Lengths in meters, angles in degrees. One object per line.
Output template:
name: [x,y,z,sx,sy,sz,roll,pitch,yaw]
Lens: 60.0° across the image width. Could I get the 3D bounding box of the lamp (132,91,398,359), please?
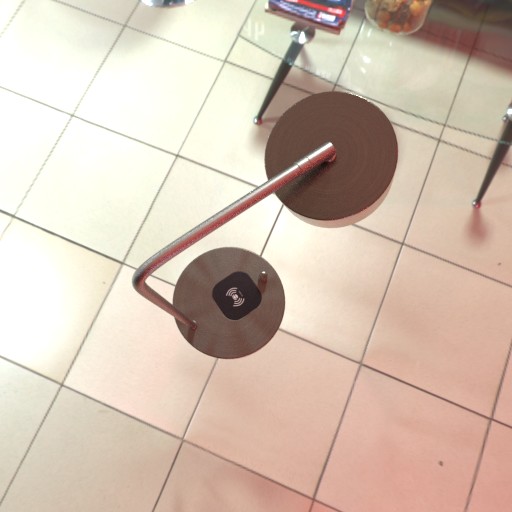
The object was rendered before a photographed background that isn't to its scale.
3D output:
lamp: [0.000,0.000,0.639,0.334,0.469,0.211,-33,78,-8]
